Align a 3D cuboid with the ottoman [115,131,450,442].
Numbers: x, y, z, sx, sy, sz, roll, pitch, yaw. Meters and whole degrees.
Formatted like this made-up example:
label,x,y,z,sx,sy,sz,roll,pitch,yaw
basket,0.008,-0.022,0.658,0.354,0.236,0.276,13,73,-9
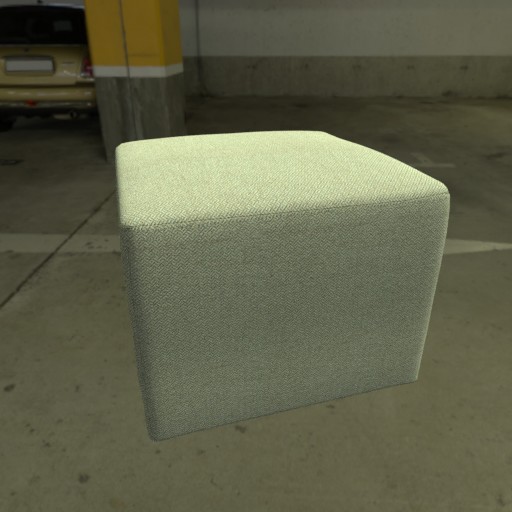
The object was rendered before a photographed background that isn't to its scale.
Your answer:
label,x,y,z,sx,sy,sz,roll,pitch,yaw
ottoman,0.000,0.000,0.924,0.521,0.453,0.512,-8,27,-15
